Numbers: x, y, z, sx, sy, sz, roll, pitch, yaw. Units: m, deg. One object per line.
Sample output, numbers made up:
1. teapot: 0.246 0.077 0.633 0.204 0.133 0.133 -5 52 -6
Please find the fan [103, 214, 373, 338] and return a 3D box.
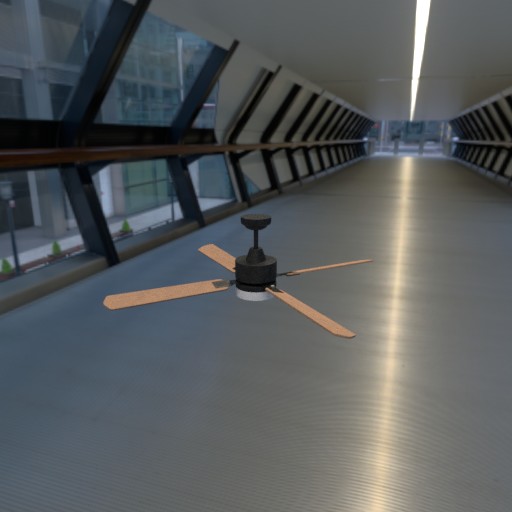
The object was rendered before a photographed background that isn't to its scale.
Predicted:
1. fan: 0.000 0.000 1.968 1.320 0.355 1.320 -8 18 -26
